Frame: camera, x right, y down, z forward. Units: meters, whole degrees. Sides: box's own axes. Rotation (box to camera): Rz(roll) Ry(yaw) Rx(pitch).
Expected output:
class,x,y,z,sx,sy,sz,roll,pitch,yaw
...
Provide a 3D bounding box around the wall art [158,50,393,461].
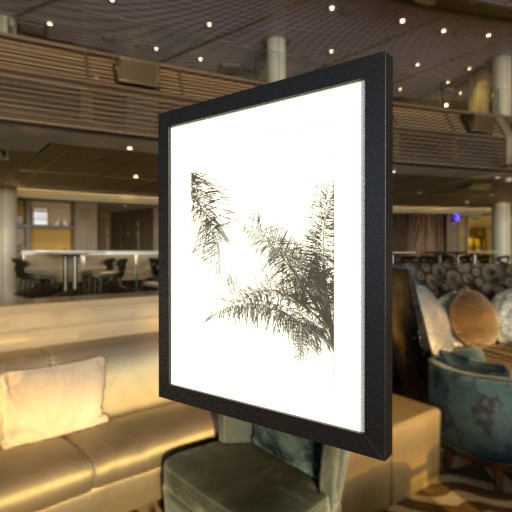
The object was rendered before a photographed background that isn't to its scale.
class,x,y,z,sx,sy,sz,roll,pitch,yaw
wall art,0.000,0.000,0.748,0.457,0.557,0.028,0,0,37
